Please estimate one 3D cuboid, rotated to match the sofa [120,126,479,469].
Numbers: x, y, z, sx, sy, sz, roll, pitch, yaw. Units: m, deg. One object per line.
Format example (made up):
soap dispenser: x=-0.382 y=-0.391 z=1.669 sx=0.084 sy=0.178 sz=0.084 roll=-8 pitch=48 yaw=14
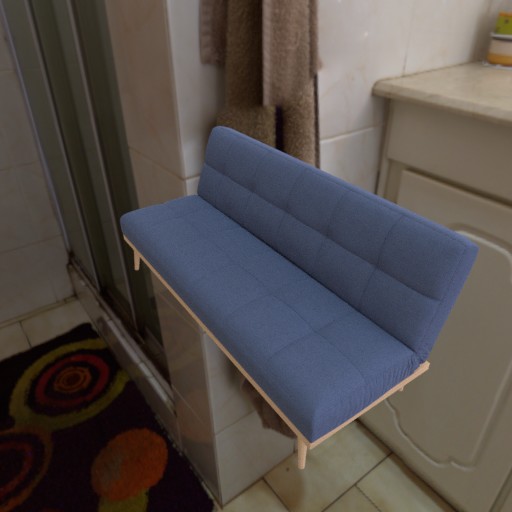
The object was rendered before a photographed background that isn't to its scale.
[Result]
sofa: x=0.000 y=0.000 z=2.240 sx=0.796 sy=0.800 sz=1.800 roll=-21 pitch=38 yaw=-29
